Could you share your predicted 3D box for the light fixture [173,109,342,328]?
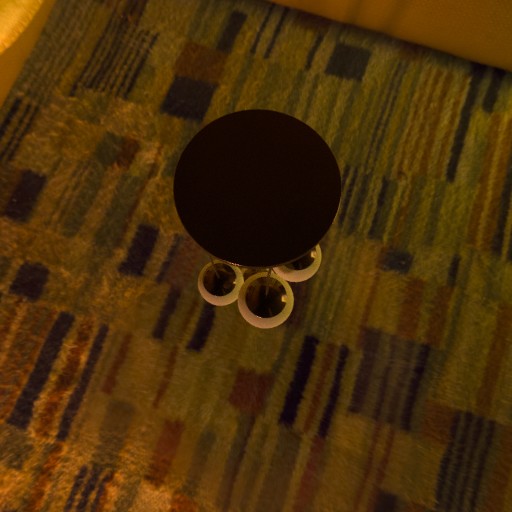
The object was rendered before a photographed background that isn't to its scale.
[{"bbox_3d":[0.000,0.000,1.522,0.484,1.271,0.489,-2,76,0],"label":"light fixture"}]
